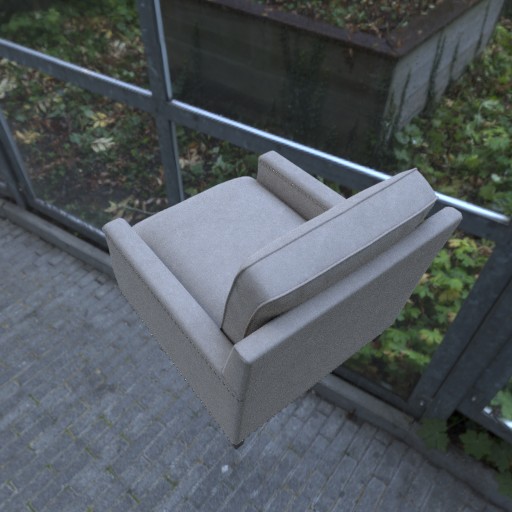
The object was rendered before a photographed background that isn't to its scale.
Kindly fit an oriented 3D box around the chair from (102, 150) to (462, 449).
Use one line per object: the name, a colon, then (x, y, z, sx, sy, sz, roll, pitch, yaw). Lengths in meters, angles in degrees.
chair: (0.000, 0.000, 1.700, 0.853, 0.943, 1.014, -29, 53, -25)
